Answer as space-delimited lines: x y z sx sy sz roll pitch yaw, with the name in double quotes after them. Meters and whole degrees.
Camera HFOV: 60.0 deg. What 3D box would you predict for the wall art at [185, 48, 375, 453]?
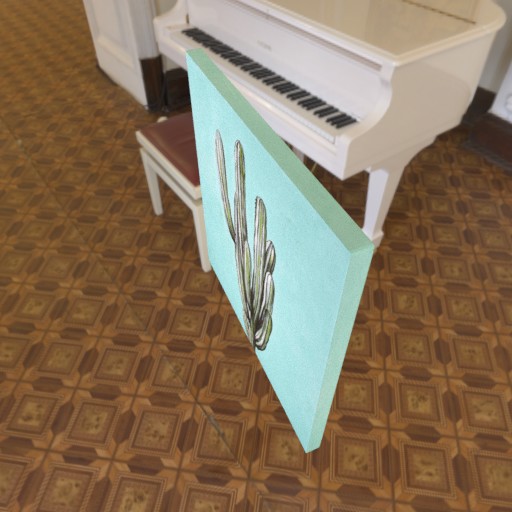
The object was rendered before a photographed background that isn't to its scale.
0.000 0.000 1.601 0.070 1.073 1.071 -18 49 -16 "wall art"
